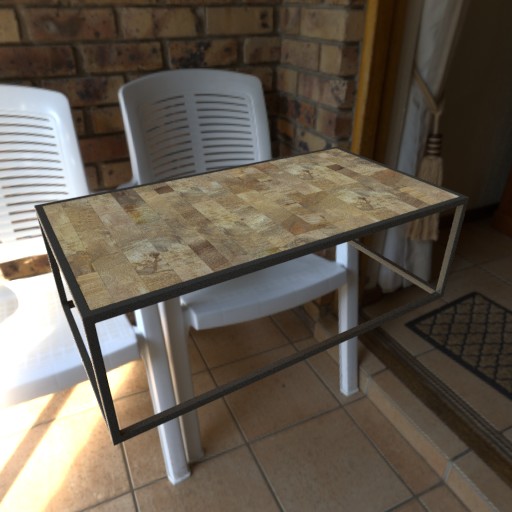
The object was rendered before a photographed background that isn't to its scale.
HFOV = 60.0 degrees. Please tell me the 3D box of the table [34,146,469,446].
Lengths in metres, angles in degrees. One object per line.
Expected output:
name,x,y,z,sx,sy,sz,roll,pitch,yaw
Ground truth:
table,0.000,0.000,1.486,1.199,0.398,0.649,-17,34,-27
